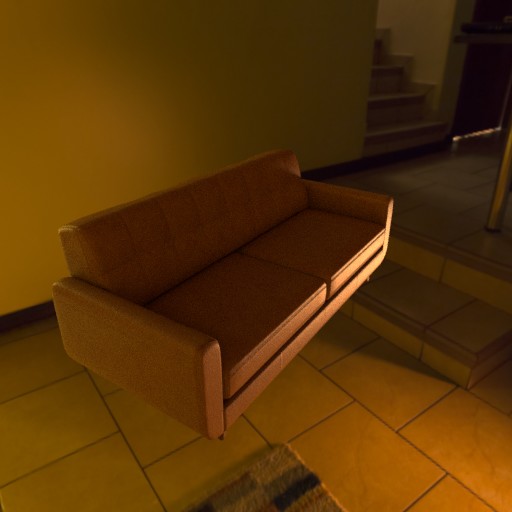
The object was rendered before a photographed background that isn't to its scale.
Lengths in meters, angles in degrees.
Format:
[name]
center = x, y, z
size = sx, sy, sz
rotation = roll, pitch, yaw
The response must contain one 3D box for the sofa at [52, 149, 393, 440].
[sofa]
center = 0.000, 0.000, 2.697
size = 0.980, 0.892, 2.137
rotation = 17, 31, 30
